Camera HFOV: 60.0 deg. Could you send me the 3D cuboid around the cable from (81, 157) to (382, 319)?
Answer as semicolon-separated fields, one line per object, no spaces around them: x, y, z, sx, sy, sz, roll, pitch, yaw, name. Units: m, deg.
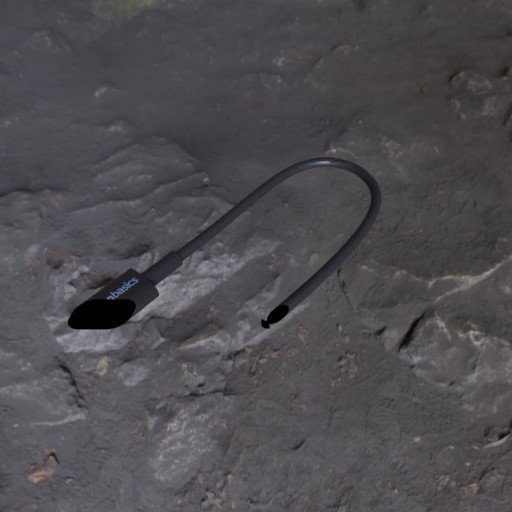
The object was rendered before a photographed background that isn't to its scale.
0.000;0.000;0.112;0.041;0.005;0.098;32;55;26;cable
